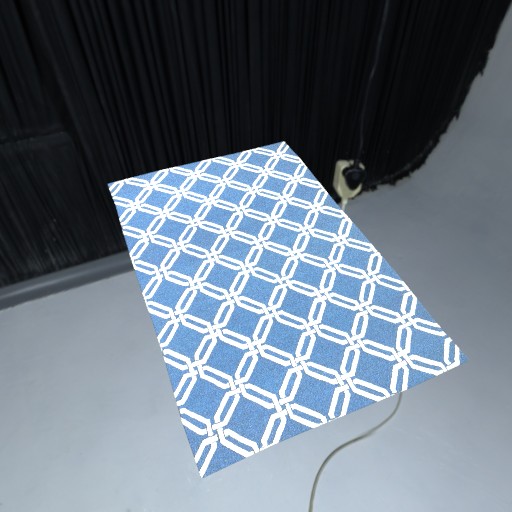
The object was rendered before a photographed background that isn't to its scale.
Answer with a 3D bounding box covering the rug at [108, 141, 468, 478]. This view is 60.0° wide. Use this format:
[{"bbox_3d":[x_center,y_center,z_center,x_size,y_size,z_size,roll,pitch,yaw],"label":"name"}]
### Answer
[{"bbox_3d":[0.000,0.000,2.195,1.153,0.010,1.755,-17,49,-16],"label":"rug"}]
